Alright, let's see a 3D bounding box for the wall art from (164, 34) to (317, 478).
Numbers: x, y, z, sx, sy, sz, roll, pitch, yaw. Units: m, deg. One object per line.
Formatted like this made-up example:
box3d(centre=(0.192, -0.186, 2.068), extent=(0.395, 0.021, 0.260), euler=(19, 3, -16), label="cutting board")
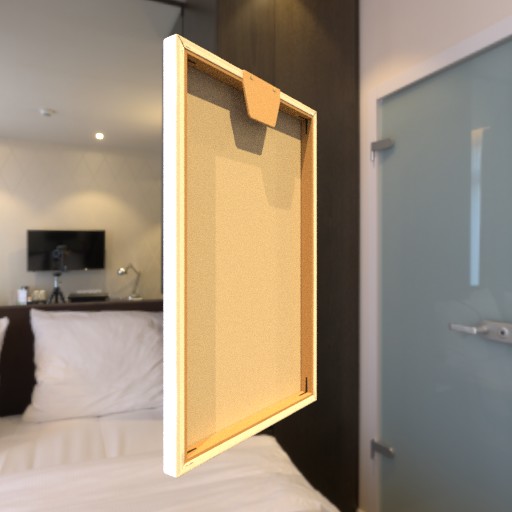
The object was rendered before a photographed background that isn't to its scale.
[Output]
box3d(centre=(0.000, 0.000, 1.151), extent=(0.048, 0.902, 0.602), euler=(0, 0, 36), label="wall art")
